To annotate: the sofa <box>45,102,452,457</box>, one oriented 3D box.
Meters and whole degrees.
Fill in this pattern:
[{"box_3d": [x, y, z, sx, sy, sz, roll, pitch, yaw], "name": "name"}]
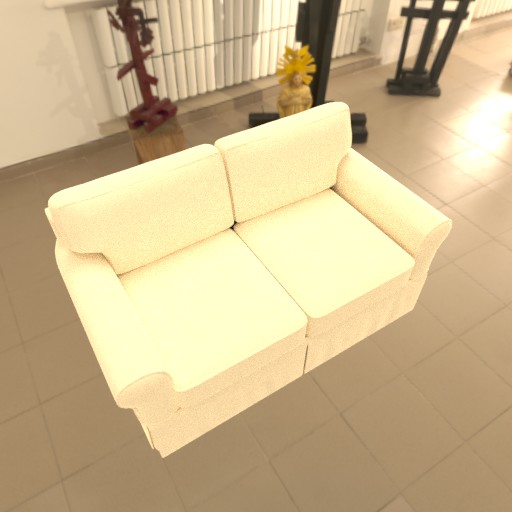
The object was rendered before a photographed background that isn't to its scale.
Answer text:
[{"box_3d": [0.000, 0.000, 2.236, 1.727, 0.940, 0.991, -24, 51, -21], "name": "sofa"}]
